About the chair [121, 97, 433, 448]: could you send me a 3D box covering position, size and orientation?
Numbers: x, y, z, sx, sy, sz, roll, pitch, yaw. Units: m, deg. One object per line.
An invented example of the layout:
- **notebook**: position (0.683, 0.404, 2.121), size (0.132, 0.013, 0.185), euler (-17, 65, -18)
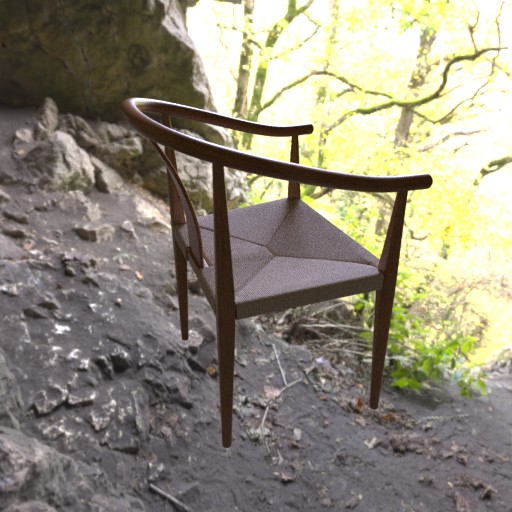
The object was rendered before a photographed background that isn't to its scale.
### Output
- **chair**: position (0.000, 0.000, 1.174), size (0.579, 0.800, 0.556), euler (-11, 30, -19)
